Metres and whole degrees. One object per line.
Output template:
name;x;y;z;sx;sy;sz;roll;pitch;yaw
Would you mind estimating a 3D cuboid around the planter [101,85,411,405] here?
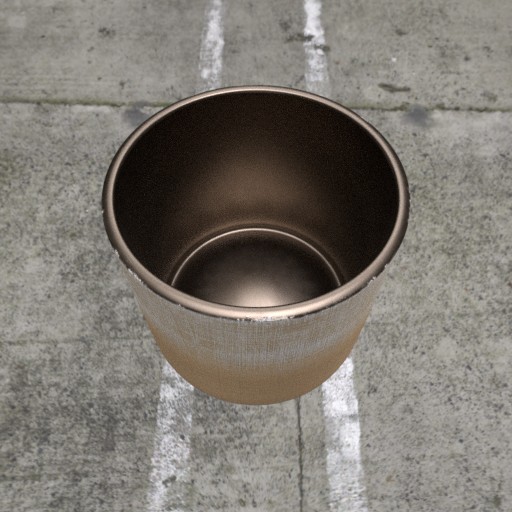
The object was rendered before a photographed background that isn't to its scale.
planter;0.000;0.000;0.398;0.221;0.201;0.221;0;57;0
